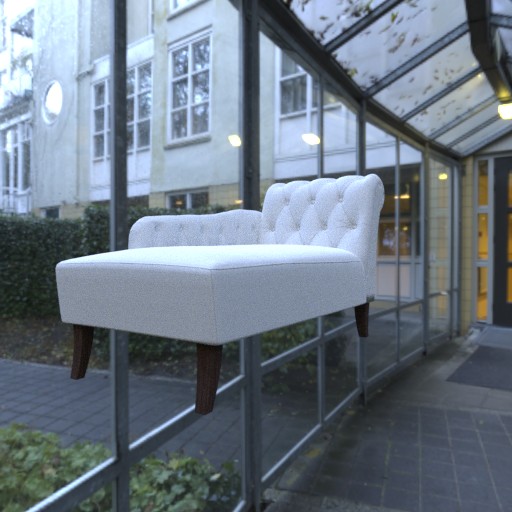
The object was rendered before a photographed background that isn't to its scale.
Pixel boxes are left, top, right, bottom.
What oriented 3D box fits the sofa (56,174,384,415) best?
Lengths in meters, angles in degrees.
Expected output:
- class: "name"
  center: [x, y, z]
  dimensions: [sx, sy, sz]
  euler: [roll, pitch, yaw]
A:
- class: "sofa"
  center: [0.000, 0.000, 1.827]
  dimensions: [0.675, 0.787, 1.379]
  euler: [1, 1, 34]
